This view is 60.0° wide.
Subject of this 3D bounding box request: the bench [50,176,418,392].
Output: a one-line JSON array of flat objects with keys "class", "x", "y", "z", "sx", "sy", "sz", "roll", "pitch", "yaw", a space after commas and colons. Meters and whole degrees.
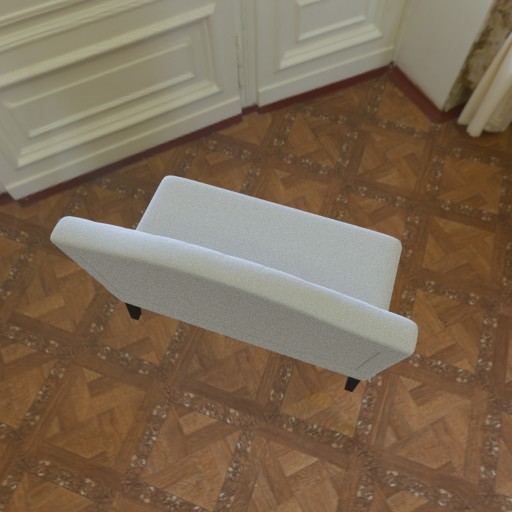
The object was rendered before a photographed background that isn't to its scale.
[{"class": "bench", "x": 0.000, "y": 0.000, "z": 2.062, "sx": 1.335, "sy": 1.180, "sz": 0.815, "roll": 17, "pitch": 64, "yaw": 8}]
